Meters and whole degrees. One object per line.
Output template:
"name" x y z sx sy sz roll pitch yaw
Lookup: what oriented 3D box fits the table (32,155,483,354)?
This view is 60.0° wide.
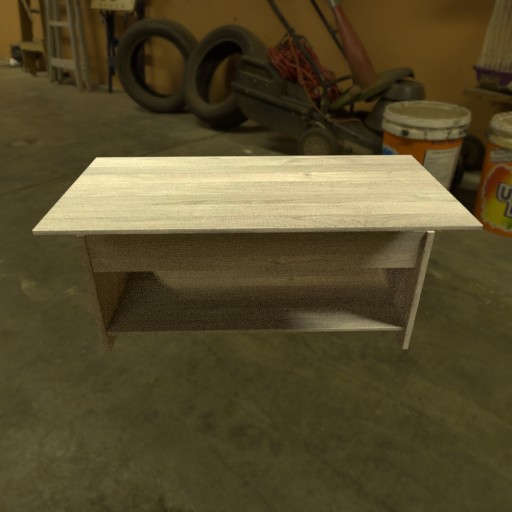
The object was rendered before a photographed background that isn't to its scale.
"table" 0.000 0.000 1.432 1.000 0.570 0.712 -1 31 -1
